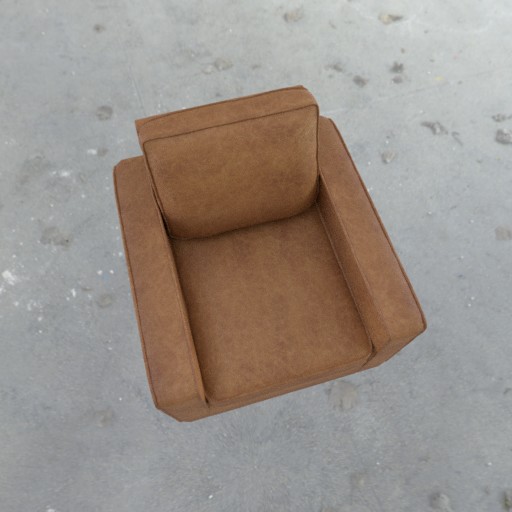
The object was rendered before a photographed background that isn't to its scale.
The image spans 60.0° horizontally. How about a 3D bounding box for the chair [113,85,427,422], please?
[{"bbox_3d":[0.000,0.000,1.754,0.987,0.901,1.027,-17,66,-8],"label":"chair"}]
